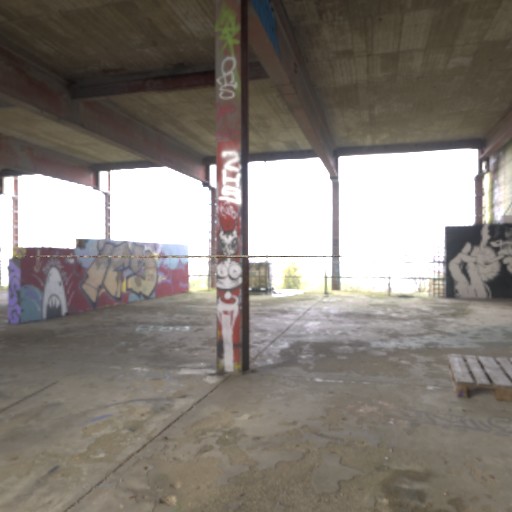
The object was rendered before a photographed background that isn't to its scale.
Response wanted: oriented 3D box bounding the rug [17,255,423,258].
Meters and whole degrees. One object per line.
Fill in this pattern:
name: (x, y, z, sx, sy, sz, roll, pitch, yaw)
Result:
rug: (0.000, 0.000, 2.961, 1.524, 0.008, 2.438, 0, 0, 36)
